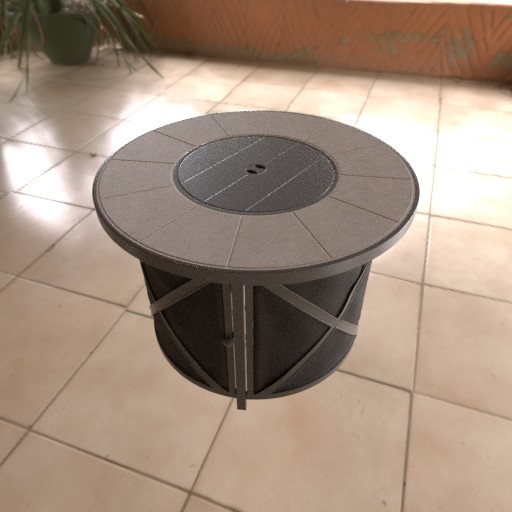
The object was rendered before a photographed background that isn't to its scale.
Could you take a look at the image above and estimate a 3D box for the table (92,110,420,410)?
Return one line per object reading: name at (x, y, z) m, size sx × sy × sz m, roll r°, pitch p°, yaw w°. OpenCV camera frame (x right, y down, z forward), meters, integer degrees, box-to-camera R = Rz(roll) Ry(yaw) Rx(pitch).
table at (0.000, 0.000, 1.492) m, size 0.914 × 0.650 × 0.914 m, roll 0°, pitch 39°, yaw 0°
